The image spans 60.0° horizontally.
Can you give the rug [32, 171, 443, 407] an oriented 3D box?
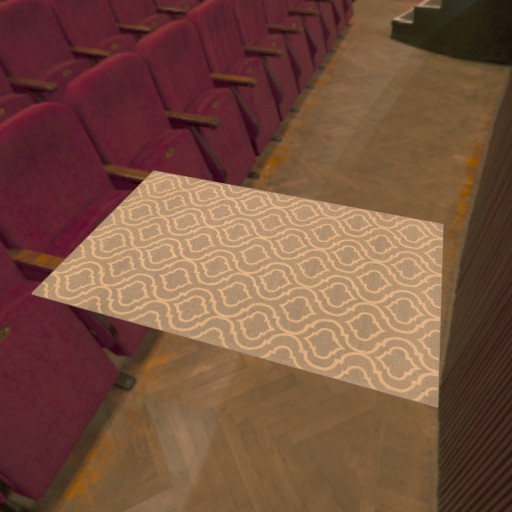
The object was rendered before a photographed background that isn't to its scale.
[{"bbox_3d":[0.000,0.000,2.191,1.749,0.015,1.141,13,43,14],"label":"rug"}]
